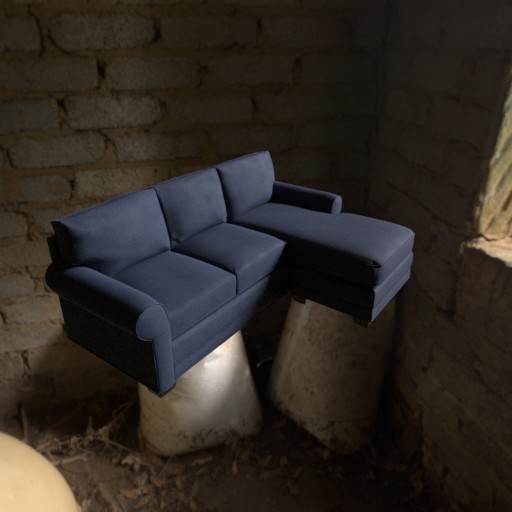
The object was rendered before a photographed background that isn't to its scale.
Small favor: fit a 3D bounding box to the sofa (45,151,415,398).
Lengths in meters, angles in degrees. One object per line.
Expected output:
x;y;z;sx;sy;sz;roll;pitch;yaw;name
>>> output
0.000;0.000;3.477;1.780;1.063;2.567;18;32;32;sofa
